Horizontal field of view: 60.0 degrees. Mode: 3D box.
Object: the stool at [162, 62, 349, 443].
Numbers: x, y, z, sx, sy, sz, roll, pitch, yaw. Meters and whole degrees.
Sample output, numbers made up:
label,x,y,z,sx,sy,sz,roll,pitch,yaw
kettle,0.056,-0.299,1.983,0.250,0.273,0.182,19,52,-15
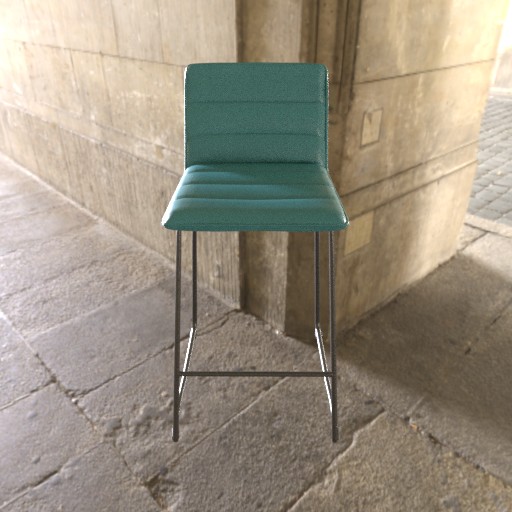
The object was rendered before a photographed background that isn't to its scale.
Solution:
label,x,y,z,sx,sy,sz,roll,pitch,yaw
stool,0.000,0.000,1.224,0.489,0.936,0.524,0,30,0
